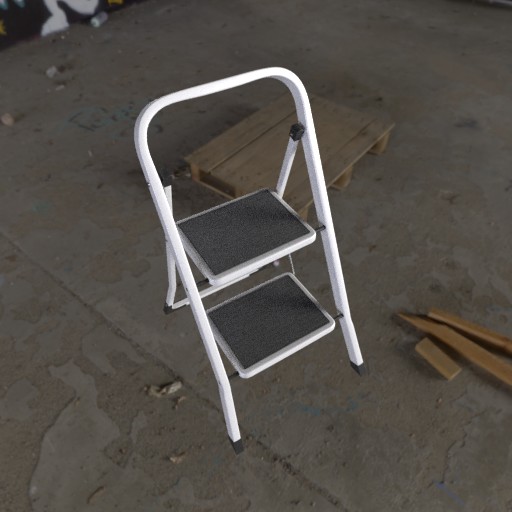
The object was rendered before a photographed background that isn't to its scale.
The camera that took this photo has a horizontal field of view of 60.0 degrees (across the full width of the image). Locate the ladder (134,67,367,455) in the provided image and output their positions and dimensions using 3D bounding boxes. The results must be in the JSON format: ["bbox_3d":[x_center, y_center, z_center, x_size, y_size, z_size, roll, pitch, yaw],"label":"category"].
[{"bbox_3d":[0.000,0.000,1.135,0.460,0.810,0.544,-24,51,-21],"label":"ladder"}]
